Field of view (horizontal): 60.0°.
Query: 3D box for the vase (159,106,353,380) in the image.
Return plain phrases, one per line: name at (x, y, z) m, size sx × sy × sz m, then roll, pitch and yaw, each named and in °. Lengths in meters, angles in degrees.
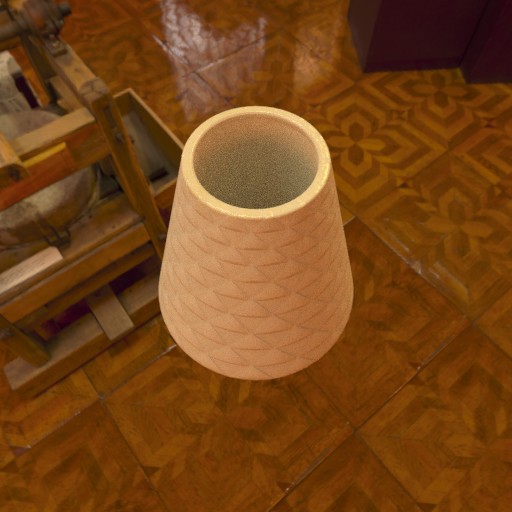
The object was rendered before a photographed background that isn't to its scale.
vase at (0.000, 0.000, 0.359) m, size 0.175 × 0.230 × 0.175 m, roll 0°, pitch 60°, yaw 0°
